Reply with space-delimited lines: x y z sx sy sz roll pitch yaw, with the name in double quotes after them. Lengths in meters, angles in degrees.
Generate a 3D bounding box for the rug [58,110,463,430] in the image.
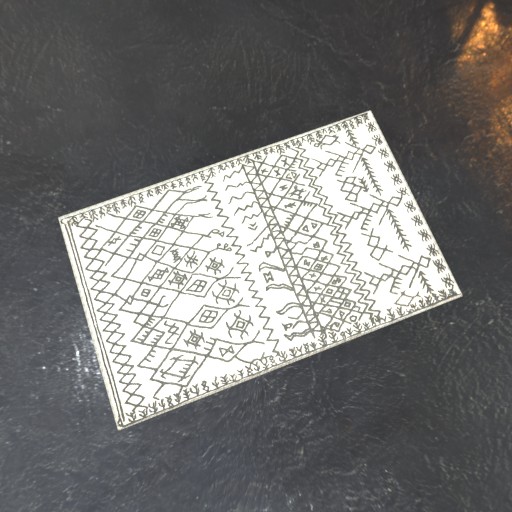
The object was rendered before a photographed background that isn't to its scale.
0.000 0.000 3.097 2.444 0.012 1.526 -20 77 -5 "rug"
